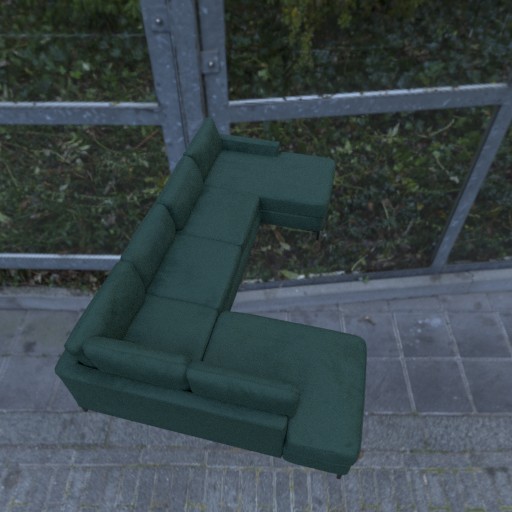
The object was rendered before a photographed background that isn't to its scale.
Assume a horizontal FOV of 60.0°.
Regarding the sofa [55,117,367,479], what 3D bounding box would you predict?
[{"bbox_3d":[0.000,0.000,3.772,1.992,0.861,2.994,10,48,9],"label":"sofa"}]
